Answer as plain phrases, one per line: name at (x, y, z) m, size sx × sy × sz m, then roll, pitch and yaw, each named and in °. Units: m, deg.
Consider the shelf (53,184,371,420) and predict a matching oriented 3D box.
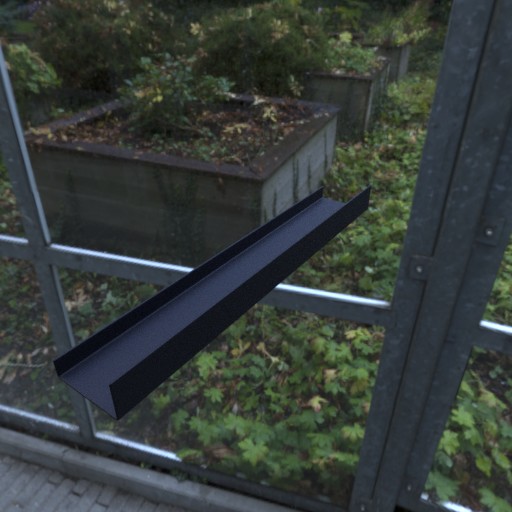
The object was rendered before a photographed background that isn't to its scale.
shelf at (0.000, 0.000, 0.658) m, size 0.102 × 0.053 × 0.605 m, roll 20°, pitch 36°, yaw 30°
